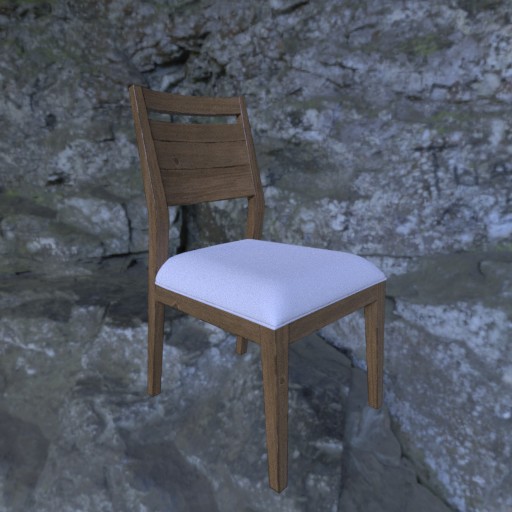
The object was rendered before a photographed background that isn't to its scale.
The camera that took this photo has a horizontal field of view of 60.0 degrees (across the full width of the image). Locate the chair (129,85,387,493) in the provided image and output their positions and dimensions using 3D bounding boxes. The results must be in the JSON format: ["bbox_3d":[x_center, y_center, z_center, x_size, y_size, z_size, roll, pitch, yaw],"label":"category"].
[{"bbox_3d":[0.000,0.000,1.286,0.610,0.939,0.497,13,19,42],"label":"chair"}]
